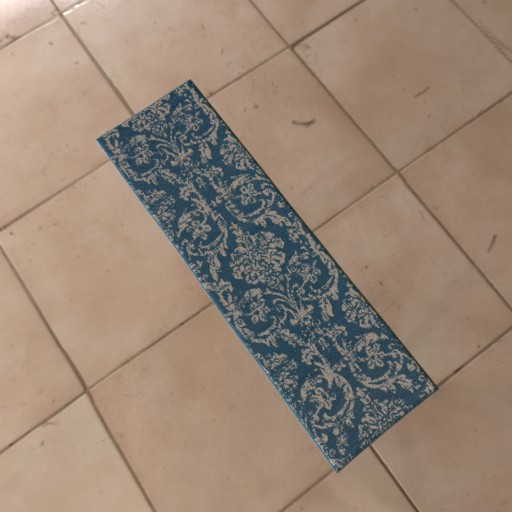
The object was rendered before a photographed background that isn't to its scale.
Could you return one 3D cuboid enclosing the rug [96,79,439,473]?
[{"bbox_3d":[0.000,0.000,2.380,0.662,0.011,2.196,-36,79,-8],"label":"rug"}]
